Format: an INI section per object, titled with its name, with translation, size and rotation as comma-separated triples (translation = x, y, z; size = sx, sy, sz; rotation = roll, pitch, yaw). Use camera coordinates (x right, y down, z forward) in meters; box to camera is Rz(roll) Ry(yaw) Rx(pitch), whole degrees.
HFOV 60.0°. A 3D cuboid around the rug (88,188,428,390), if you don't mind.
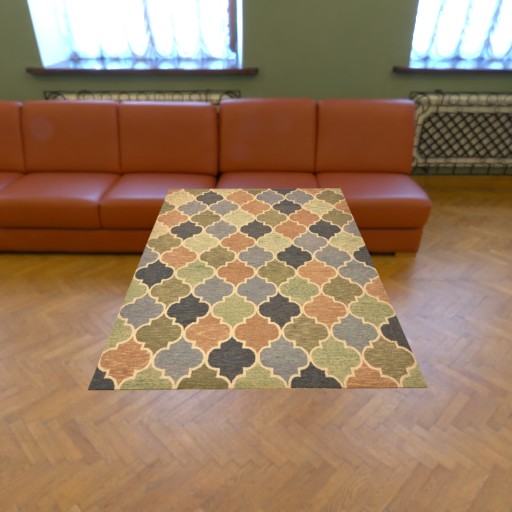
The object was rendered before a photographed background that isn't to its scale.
[rug]
translation = 0.000, 0.000, 2.367
size = 1.216, 0.006, 1.828
rotation = 0, 31, 0
